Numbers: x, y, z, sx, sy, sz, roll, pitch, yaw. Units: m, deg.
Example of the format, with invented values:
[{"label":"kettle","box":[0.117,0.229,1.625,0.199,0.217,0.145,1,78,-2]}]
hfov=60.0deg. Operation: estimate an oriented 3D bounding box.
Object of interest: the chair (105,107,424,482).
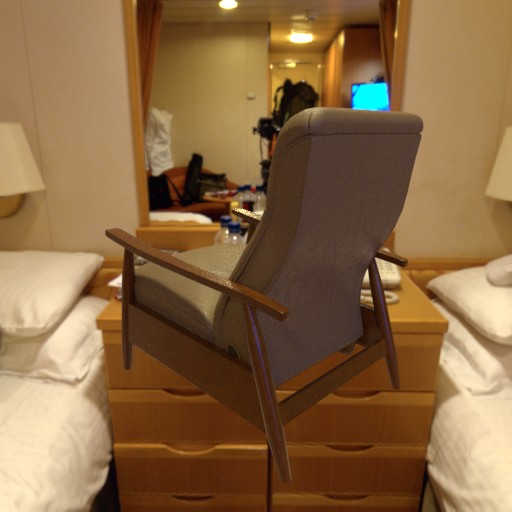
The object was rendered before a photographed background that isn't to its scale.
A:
[{"label":"chair","box":[0.000,0.000,1.766,1.014,1.082,0.762,15,22,43]}]
